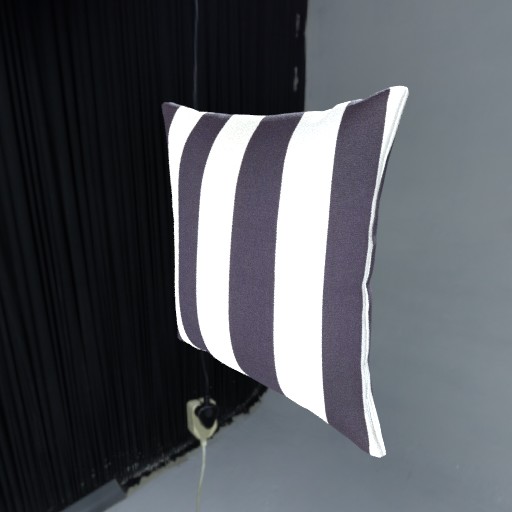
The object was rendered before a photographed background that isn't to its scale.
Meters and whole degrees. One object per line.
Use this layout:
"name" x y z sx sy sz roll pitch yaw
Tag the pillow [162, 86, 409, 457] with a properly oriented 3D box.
"pillow" 0.000 0.000 0.770 0.536 0.526 0.189 16 22 42
